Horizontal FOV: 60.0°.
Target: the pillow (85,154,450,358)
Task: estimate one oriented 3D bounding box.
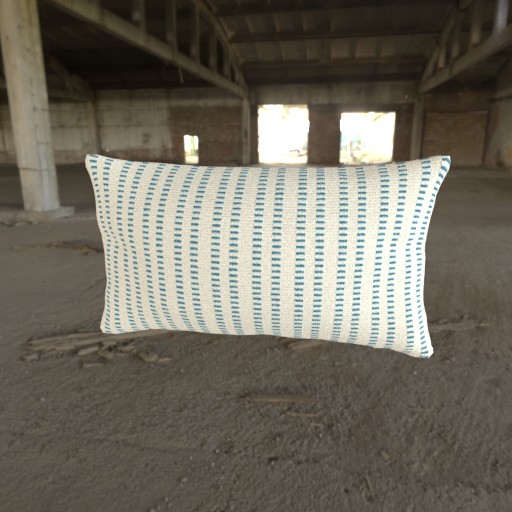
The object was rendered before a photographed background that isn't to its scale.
[{"bbox_3d":[0.000,0.000,0.793,0.640,0.353,0.210,2,15,9],"label":"pillow"}]
